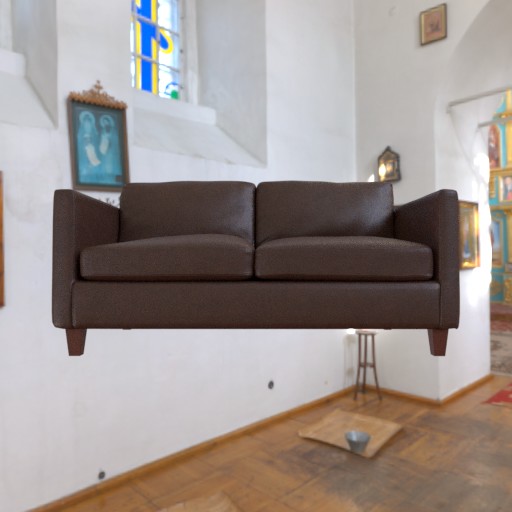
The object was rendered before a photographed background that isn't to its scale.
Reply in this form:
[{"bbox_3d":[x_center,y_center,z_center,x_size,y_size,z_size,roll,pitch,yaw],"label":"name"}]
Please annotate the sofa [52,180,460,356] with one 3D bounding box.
[{"bbox_3d":[0.000,0.000,2.463,1.883,0.933,0.951,0,-1,0],"label":"sofa"}]
